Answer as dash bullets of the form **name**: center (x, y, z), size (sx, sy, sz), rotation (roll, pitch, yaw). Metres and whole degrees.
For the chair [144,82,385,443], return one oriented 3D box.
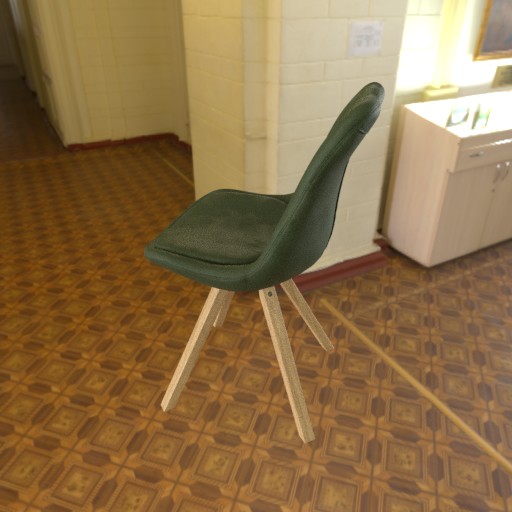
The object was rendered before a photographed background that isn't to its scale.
- **chair**: center (0.000, 0.000, 1.188), size (0.547, 0.865, 0.483), rotation (8, 31, 14)
